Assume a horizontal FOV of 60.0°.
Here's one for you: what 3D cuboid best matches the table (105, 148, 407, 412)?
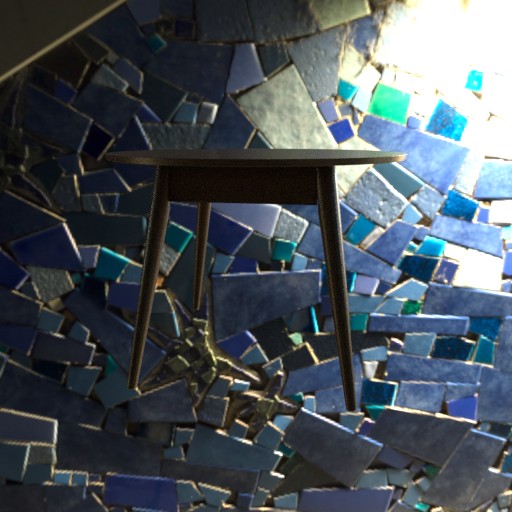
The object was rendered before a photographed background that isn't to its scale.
[{"bbox_3d":[0.000,0.000,1.724,1.053,0.786,1.053,0,15,0],"label":"table"}]
